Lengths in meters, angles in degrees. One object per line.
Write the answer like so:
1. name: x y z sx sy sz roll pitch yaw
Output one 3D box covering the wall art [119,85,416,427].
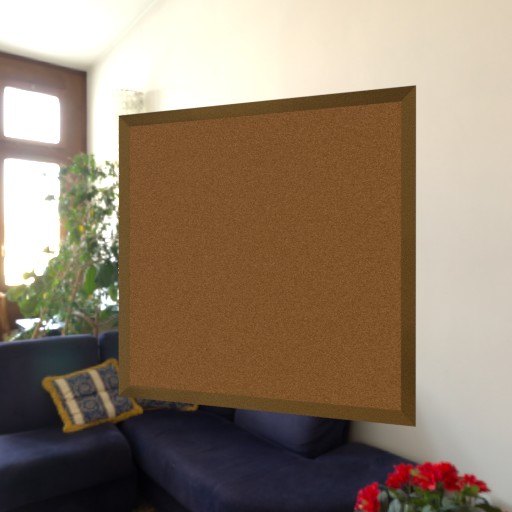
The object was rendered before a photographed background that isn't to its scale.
1. wall art: 0.000 0.000 0.749 0.507 0.508 0.038 0 0 16
